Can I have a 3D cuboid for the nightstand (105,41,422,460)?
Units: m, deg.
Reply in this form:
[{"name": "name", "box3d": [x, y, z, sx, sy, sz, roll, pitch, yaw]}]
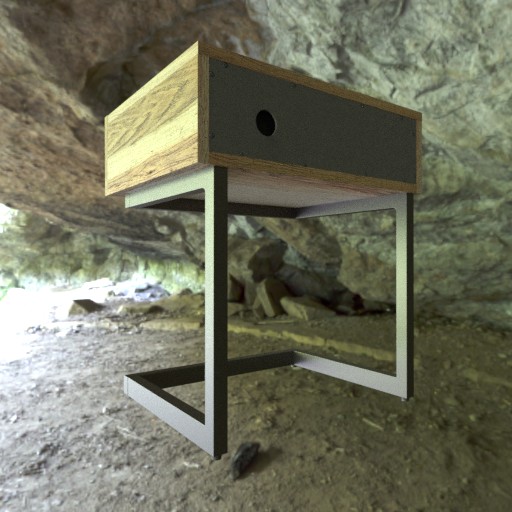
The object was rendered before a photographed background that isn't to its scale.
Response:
[{"name": "nightstand", "box3d": [0.000, 0.000, 1.007, 0.558, 0.632, 0.481, 0, 0, -36]}]
